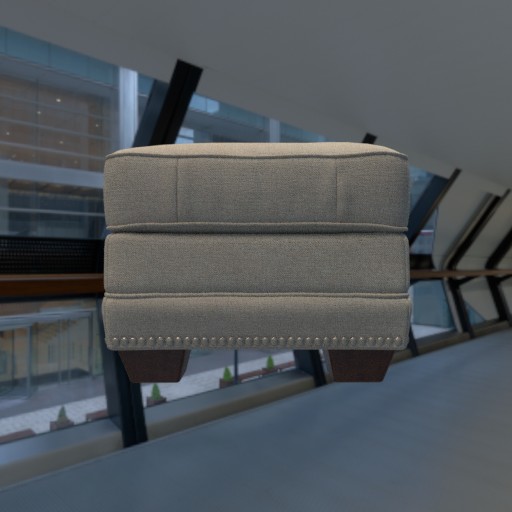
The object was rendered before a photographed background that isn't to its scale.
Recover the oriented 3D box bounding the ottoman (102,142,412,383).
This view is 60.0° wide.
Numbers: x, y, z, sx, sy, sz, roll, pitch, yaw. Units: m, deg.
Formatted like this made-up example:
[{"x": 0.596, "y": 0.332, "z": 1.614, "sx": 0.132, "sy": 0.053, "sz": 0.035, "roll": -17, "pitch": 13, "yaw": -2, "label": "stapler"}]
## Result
[{"x": 0.000, "y": 0.000, "z": 1.150, "sx": 0.559, "sy": 0.458, "sz": 0.813, "roll": 0, "pitch": 0, "yaw": 0, "label": "ottoman"}]
